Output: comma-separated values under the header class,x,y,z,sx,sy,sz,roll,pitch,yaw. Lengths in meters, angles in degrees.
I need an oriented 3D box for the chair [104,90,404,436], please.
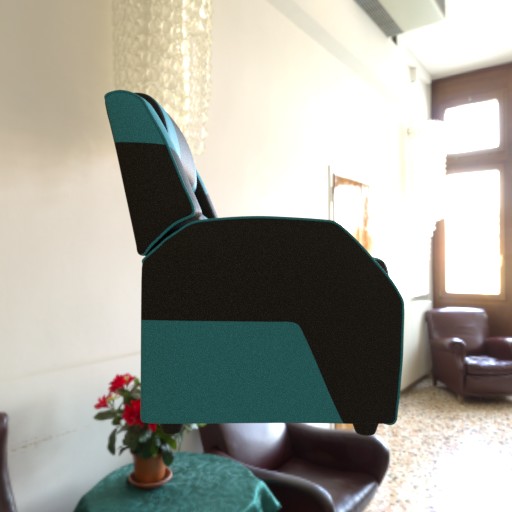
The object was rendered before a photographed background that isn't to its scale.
class,x,y,z,sx,sy,sz,roll,pitch,yaw
chair,0.000,0.000,1.272,0.672,0.805,0.620,0,-1,1
